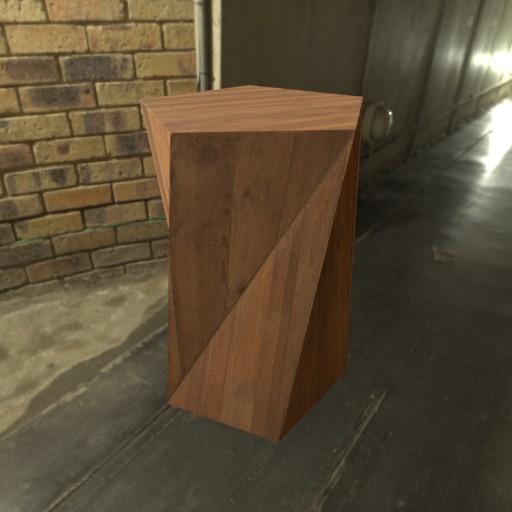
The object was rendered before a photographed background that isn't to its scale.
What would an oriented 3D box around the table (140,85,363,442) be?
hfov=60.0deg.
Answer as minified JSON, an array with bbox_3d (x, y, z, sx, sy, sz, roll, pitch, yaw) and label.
[{"bbox_3d":[0.000,0.000,0.921,0.425,0.604,0.441,-1,30,-2],"label":"table"}]
